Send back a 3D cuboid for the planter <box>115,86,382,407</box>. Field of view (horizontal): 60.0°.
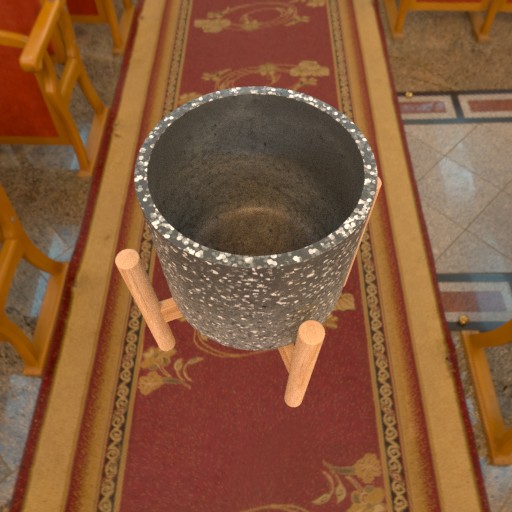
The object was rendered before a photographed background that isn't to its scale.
[{"bbox_3d":[0.000,0.000,0.544,0.284,0.320,0.284,1,58,1],"label":"planter"}]
